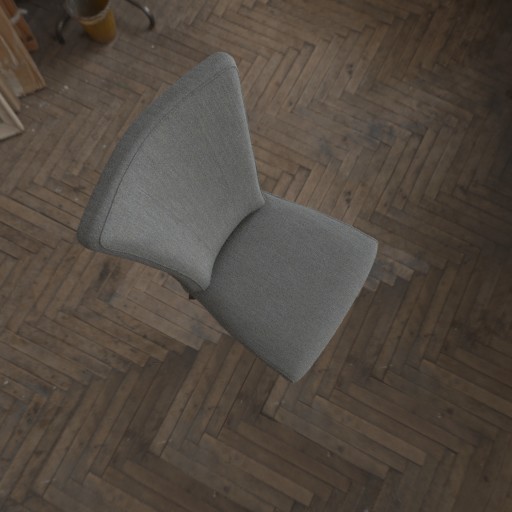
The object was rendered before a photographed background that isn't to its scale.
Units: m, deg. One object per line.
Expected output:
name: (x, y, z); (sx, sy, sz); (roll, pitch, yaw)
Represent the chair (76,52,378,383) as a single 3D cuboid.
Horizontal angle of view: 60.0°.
chair: (0.000, 0.000, 1.361); (0.660, 0.991, 0.520); (32, 79, 7)
